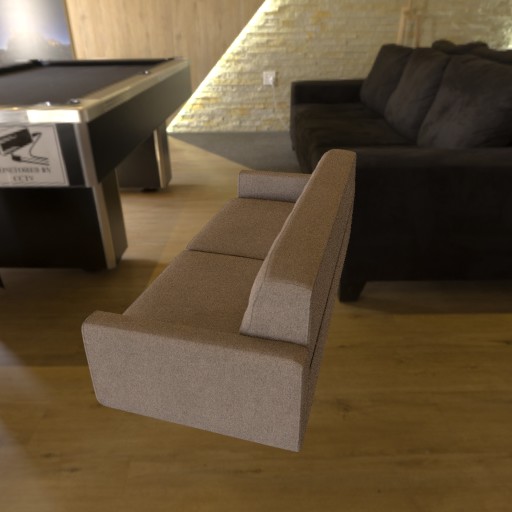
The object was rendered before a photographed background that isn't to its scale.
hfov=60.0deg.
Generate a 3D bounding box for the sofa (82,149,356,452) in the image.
[{"bbox_3d":[0.000,0.000,2.485,0.909,0.841,2.029,8,29,14],"label":"sofa"}]
